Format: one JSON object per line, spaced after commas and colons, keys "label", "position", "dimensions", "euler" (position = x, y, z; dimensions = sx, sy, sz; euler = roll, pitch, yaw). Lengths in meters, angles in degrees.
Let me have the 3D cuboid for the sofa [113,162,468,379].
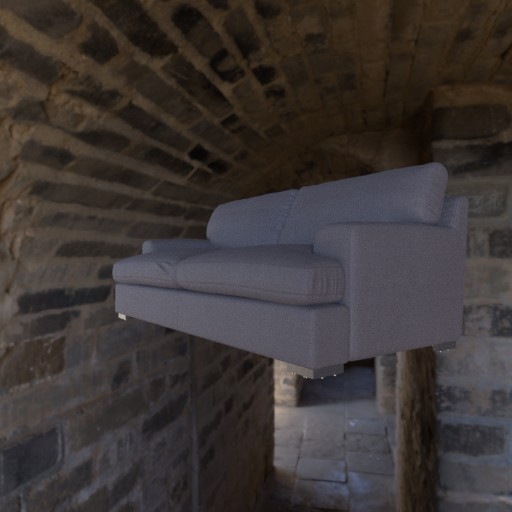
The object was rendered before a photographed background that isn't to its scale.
{"label": "sofa", "position": [0.000, 0.000, 2.836], "dimensions": [1.140, 0.950, 2.271], "euler": [0, -1, -36]}
